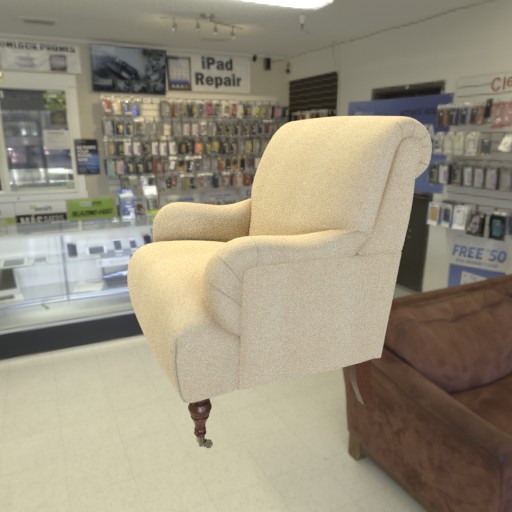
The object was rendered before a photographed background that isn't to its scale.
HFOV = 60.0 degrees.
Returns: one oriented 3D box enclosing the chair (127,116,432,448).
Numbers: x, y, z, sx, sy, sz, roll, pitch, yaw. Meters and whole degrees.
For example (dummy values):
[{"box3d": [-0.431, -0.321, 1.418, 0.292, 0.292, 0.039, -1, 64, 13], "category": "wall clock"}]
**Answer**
[{"box3d": [0.000, 0.000, 1.557, 0.842, 0.944, 0.766, -7, 17, -23], "category": "chair"}]
